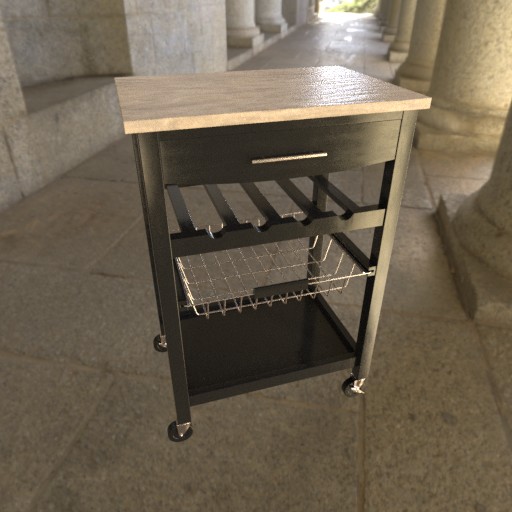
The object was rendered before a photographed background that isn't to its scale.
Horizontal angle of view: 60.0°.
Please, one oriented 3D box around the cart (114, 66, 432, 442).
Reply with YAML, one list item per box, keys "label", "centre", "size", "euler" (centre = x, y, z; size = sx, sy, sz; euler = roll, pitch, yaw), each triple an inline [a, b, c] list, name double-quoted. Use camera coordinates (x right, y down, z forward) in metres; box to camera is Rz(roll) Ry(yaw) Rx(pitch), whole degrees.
- label: "cart"
  centre: [0.000, 0.000, 1.156]
  size: [0.584, 0.839, 0.403]
  euler: [-9, 33, -15]
